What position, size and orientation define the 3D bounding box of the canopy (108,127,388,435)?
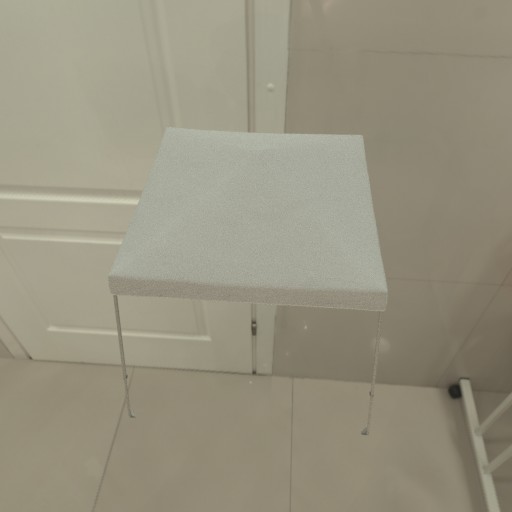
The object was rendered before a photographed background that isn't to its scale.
[{"bbox_3d":[0.000,0.000,5.142,2.849,2.849,2.848,3,47,3],"label":"canopy"}]
